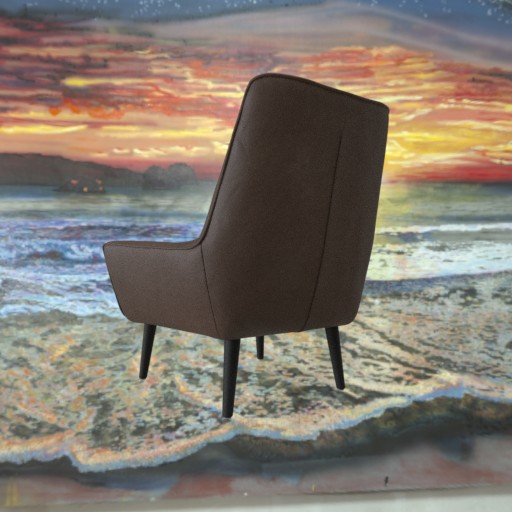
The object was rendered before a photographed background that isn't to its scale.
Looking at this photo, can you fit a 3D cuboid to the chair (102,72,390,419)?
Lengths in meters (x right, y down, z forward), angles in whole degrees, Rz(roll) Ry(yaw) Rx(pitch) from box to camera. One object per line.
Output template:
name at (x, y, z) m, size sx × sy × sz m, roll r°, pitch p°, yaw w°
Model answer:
chair at (0.000, 0.000, 1.482) m, size 0.787 × 0.888 × 0.824 m, roll 0°, pitch 0°, yaw -36°
